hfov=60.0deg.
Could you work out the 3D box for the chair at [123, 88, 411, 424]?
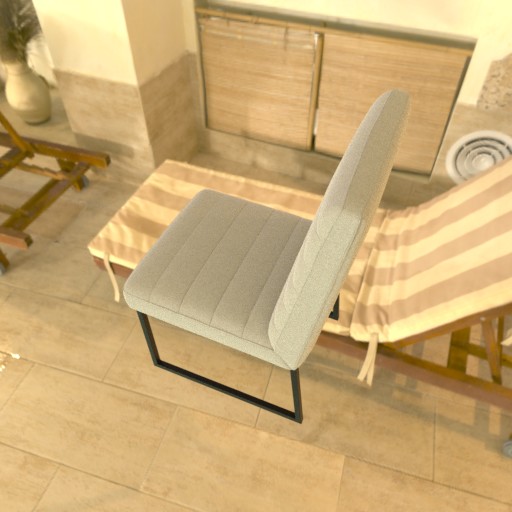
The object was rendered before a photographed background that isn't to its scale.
[{"bbox_3d":[0.000,0.000,1.319,0.634,0.930,0.520,17,49,15],"label":"chair"}]
